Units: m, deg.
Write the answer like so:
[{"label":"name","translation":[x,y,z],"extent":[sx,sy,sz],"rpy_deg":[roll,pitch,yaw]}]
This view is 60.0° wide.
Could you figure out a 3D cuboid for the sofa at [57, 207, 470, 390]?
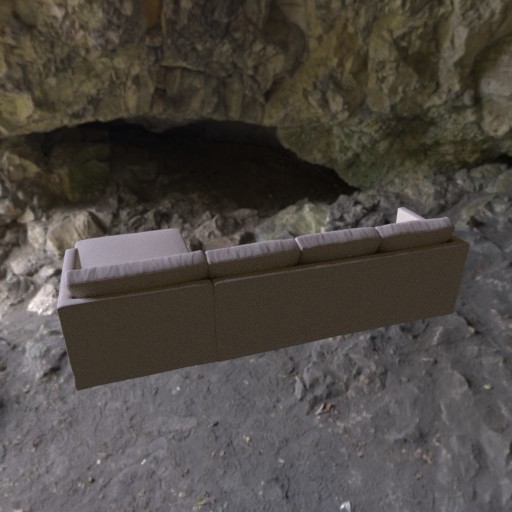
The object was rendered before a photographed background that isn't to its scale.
[{"label":"sofa","translation":[0.000,0.000,4.001],"extent":[3.206,0.871,1.622],"rpy_deg":[-8,28,-16]}]
